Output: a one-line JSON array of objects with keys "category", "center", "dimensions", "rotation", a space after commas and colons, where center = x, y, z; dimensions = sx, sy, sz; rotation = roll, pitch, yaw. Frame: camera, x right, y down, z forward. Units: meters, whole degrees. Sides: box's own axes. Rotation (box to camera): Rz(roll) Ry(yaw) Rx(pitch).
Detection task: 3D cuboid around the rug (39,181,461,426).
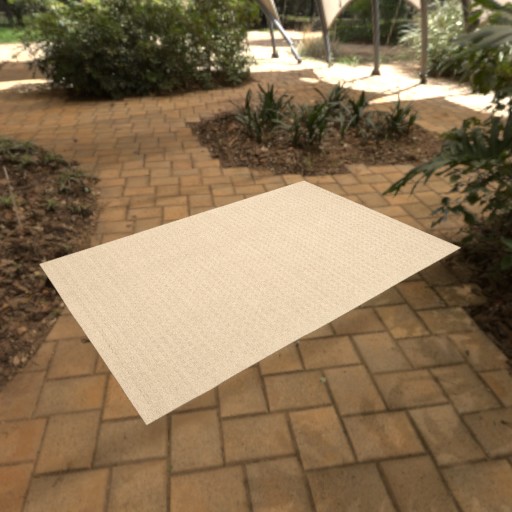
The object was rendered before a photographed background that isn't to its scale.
[{"category": "rug", "center": [0.000, 0.000, 2.880], "dimensions": [2.289, 0.006, 1.523], "rotation": [-22, 38, -32]}]
